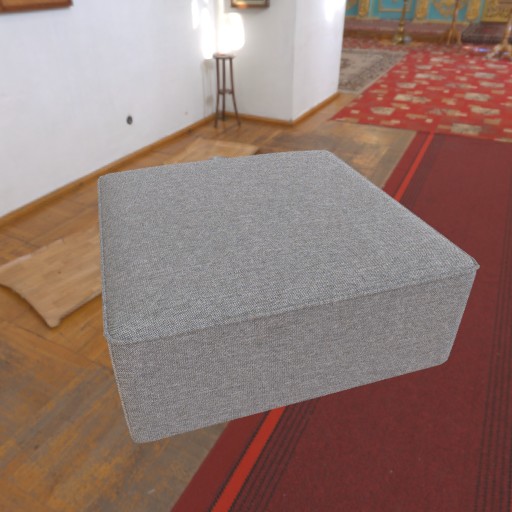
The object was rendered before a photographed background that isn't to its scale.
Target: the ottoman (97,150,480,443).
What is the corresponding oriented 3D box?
[{"bbox_3d":[0.000,0.000,1.575,1.005,0.455,1.005,-10,34,-15],"label":"ottoman"}]
